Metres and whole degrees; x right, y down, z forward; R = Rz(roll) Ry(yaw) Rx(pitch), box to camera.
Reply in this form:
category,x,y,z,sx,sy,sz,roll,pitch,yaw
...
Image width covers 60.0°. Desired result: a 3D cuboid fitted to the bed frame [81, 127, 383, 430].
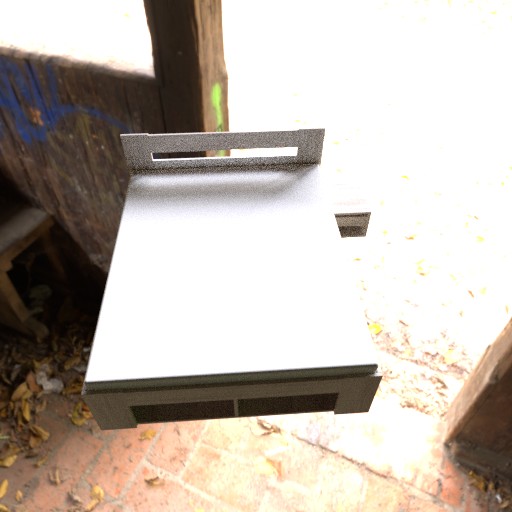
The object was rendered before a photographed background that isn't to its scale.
category,x,y,z,sx,sy,sz,roll,pitch,yaw
bed frame,0.000,0.000,3.190,2.040,0.860,2.050,-3,45,-3
